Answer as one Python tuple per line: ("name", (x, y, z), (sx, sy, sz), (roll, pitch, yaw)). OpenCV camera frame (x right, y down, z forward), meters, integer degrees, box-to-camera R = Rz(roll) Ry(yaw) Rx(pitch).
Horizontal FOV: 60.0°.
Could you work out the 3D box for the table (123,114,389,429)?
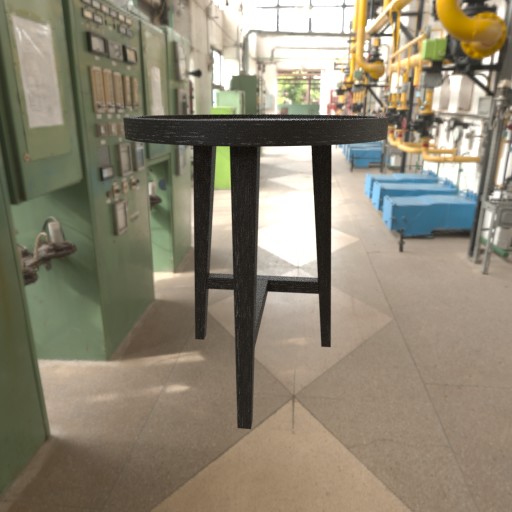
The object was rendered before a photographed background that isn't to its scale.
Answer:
("table", (0.000, 0.000, 0.765), (0.399, 0.460, 0.399), (0, 19, 0))
